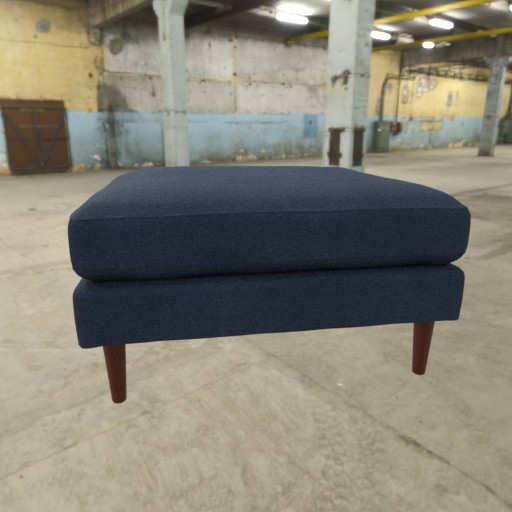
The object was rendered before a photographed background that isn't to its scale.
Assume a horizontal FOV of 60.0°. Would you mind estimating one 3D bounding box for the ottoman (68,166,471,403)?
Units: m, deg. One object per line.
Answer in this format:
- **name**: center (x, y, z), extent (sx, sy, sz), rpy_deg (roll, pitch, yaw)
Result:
- **ottoman**: center (0.000, 0.000, 1.222), extent (0.821, 0.474, 0.693), rpy_deg (-3, 16, -9)
